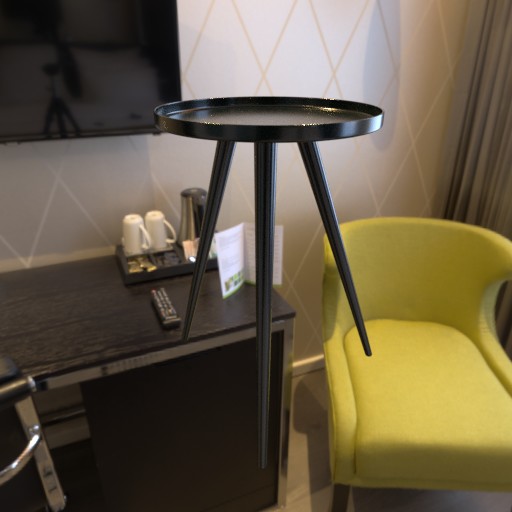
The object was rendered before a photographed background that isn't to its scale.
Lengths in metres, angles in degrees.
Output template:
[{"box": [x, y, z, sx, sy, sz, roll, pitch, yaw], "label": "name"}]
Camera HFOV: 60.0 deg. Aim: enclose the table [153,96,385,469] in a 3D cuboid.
[{"box": [0.000, 0.000, 0.853, 0.415, 0.548, 0.403, 18, 30, 33], "label": "table"}]
